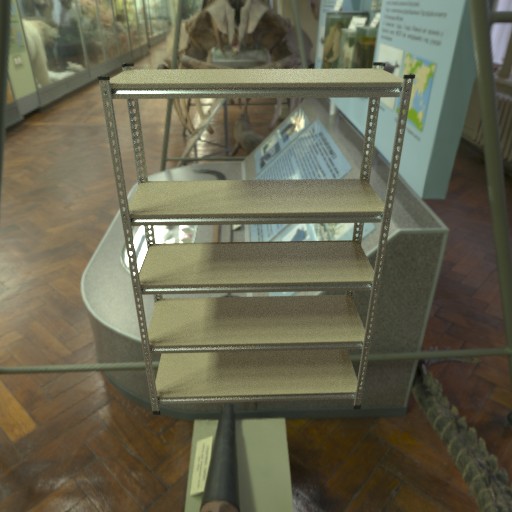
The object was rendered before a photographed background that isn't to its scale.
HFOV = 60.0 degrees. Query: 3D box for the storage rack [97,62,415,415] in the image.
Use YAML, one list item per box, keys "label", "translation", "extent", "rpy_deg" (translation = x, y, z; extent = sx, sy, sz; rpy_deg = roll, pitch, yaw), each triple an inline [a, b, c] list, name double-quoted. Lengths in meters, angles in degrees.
- label: "storage rack"
  translation: [0.000, 0.000, 2.332]
  extent: [1.219, 1.829, 0.457]
  rpy_deg: [-1, 29, -2]
